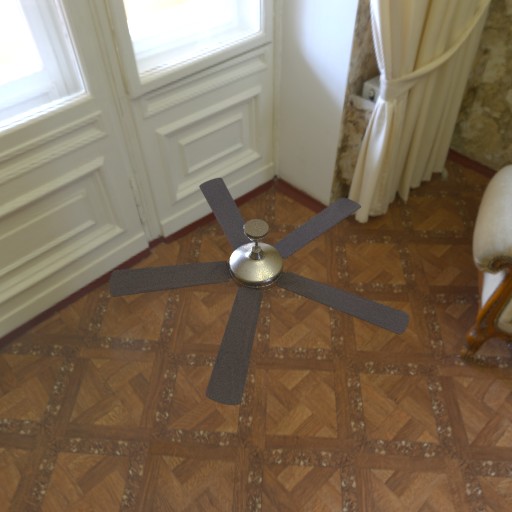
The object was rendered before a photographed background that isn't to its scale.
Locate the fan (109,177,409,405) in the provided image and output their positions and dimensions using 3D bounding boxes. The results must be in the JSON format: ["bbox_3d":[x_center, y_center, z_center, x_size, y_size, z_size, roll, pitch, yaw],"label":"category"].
[{"bbox_3d":[0.000,0.000,2.003,1.321,0.356,1.321,1,48,1],"label":"fan"}]
